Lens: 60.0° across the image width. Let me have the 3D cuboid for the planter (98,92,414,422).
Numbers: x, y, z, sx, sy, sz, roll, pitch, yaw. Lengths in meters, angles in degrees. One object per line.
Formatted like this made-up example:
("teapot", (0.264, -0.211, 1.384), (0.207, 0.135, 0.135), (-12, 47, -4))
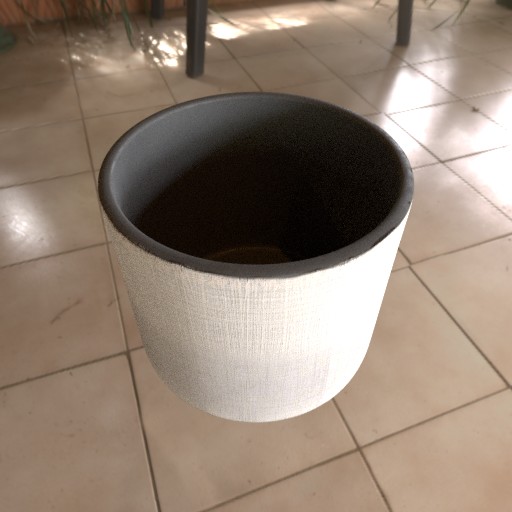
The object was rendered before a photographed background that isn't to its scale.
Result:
("planter", (0.000, 0.000, 0.436), (0.254, 0.221, 0.254), (0, 46, 0))
